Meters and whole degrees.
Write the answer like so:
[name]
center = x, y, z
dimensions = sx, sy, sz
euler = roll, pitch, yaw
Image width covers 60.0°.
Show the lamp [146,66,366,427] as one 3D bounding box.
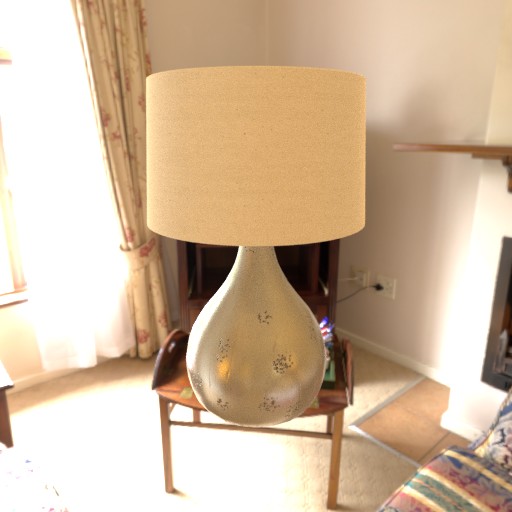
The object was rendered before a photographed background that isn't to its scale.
[lamp]
center = 0.000, 0.000, 0.705
dimensions = 0.330, 0.521, 0.330
euler = 0, 16, 0
